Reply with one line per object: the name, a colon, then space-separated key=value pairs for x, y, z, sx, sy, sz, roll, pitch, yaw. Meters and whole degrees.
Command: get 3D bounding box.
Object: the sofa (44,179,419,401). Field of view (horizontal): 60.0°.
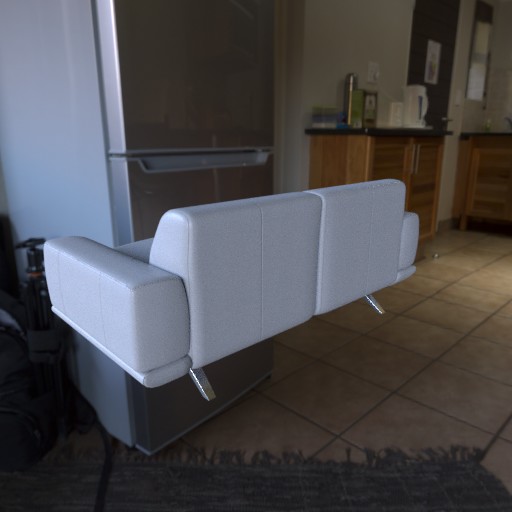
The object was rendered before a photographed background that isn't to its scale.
sofa: x=0.000 y=0.000 z=2.380 sx=1.901 sy=0.772 sz=0.900 roll=-14 pitch=22 yaw=-41
